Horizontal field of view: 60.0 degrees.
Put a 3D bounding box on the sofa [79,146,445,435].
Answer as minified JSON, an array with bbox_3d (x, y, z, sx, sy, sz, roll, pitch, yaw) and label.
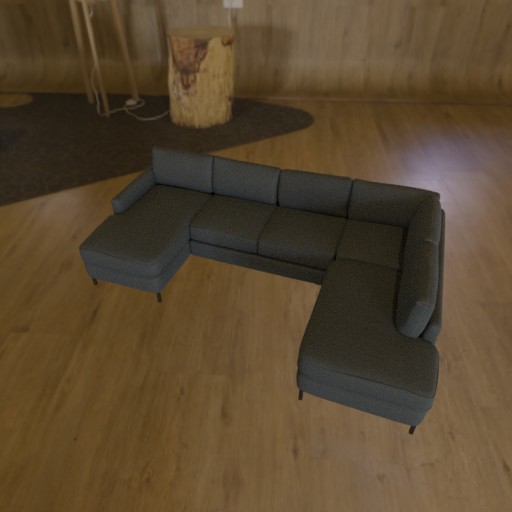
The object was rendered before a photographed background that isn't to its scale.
[{"bbox_3d":[0.000,0.000,3.741,2.975,0.858,1.984,13,40,15],"label":"sofa"}]
